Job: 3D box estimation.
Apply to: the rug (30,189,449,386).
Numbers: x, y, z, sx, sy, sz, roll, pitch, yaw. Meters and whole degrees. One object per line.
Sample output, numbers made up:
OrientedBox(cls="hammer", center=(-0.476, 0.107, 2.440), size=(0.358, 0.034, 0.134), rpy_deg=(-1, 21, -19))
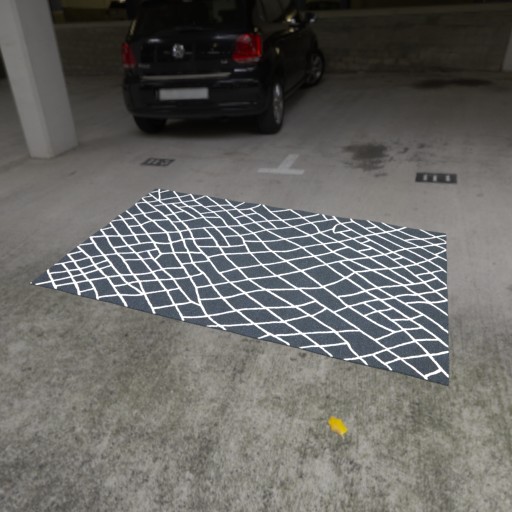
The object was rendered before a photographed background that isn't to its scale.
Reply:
OrientedBox(cls="rug", center=(0.000, 0.000, 3.013), size=(2.448, 0.017, 1.529), rpy_deg=(11, 34, 16))
